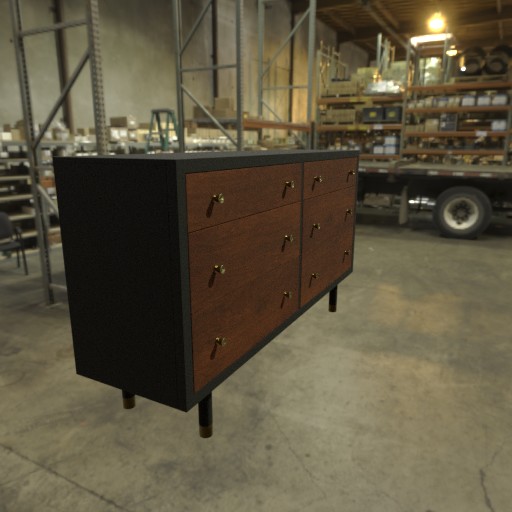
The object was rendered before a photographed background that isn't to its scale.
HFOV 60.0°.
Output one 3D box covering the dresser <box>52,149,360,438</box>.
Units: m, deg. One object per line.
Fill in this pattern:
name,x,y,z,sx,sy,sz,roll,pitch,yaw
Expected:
dresser,0.000,0.000,1.915,0.463,0.872,1.558,8,16,28
